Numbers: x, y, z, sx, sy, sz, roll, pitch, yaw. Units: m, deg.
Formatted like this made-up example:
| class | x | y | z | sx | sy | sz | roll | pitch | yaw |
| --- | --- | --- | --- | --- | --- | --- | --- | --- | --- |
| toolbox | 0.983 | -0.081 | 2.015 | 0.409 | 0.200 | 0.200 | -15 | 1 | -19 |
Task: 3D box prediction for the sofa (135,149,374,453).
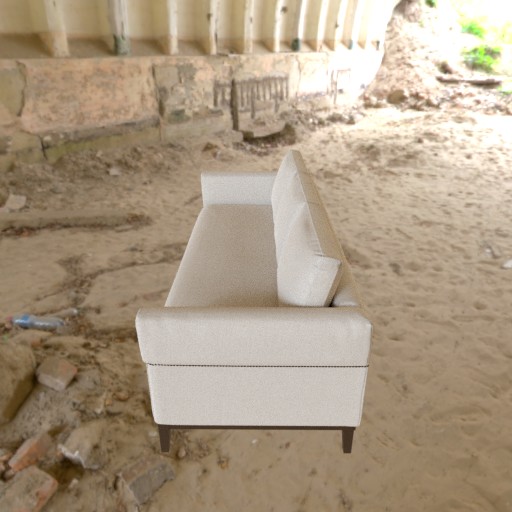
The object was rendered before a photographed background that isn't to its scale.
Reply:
| class | x | y | z | sx | sy | sz | roll | pitch | yaw |
| --- | --- | --- | --- | --- | --- | --- | --- | --- | --- |
| sofa | 0.000 | 0.000 | 2.714 | 0.902 | 0.911 | 2.198 | 0 | 25 | 0 |
